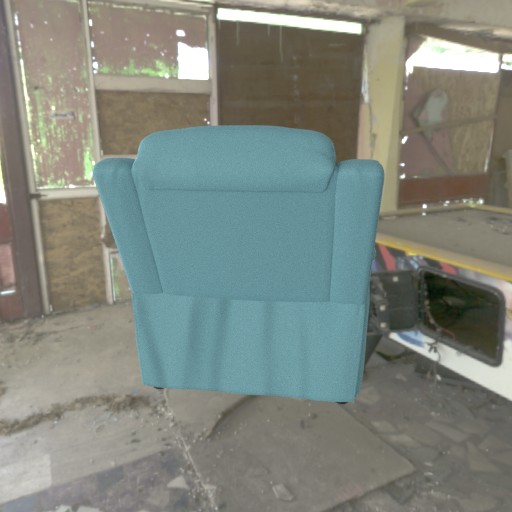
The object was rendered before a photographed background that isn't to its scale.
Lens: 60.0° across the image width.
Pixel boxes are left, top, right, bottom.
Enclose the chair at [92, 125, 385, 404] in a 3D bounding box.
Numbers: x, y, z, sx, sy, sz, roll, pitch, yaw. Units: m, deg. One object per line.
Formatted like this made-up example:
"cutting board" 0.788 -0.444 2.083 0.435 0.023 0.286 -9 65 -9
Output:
"chair" 0.000 0.000 1.268 0.680 0.702 0.709 2 15 8
